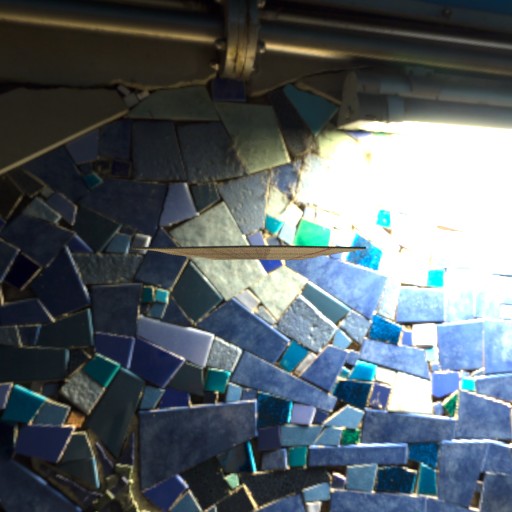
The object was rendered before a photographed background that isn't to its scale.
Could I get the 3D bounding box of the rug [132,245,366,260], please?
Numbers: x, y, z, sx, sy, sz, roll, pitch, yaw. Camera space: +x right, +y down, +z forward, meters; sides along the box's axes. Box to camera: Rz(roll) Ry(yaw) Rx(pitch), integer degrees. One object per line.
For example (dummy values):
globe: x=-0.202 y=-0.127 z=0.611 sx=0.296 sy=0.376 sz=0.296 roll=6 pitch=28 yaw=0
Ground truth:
rug: x=0.000 y=0.000 z=2.659 sx=0.762 sy=0.013 sz=2.439 roll=0 pitch=-1 yaw=1
